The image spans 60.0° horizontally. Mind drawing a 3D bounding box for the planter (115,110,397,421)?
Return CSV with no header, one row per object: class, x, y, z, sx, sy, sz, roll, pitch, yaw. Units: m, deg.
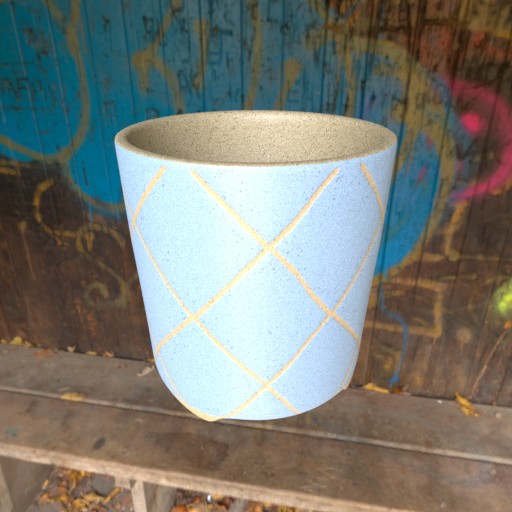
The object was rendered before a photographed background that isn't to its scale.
planter,0.000,0.000,0.421,0.227,0.235,0.227,0,26,0
